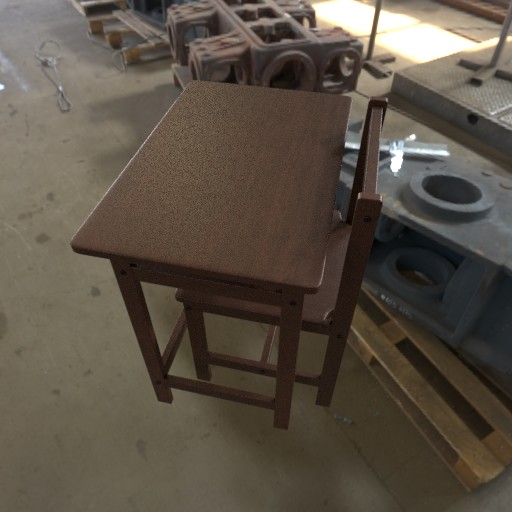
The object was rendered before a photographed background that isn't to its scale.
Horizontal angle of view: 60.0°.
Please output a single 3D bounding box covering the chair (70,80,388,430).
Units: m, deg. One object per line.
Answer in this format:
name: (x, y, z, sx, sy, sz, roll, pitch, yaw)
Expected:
chair: (0.000, 0.000, 1.043, 0.463, 0.673, 0.599, 9, 47, 9)
